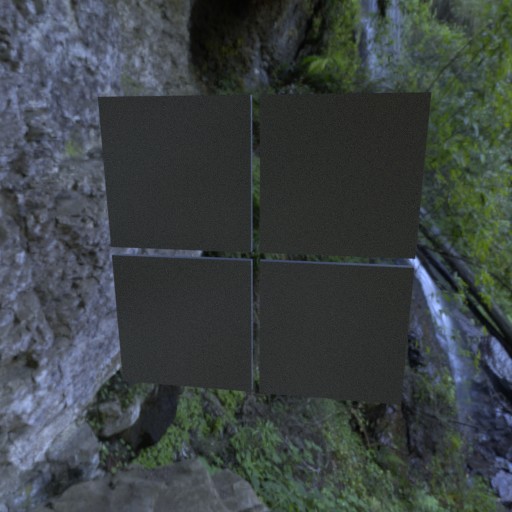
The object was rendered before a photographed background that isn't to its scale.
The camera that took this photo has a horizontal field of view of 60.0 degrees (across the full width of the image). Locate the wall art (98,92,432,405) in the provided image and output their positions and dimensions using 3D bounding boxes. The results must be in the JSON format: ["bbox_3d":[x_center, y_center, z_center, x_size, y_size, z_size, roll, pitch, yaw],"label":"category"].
[{"bbox_3d":[0.000,0.000,1.632,1.118,1.118,0.029,2,15,8],"label":"wall art"}]
